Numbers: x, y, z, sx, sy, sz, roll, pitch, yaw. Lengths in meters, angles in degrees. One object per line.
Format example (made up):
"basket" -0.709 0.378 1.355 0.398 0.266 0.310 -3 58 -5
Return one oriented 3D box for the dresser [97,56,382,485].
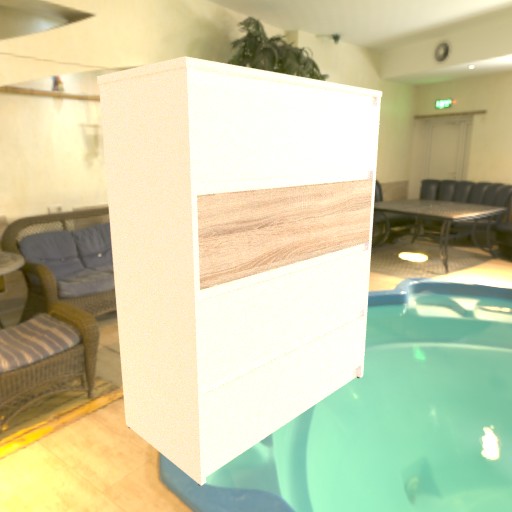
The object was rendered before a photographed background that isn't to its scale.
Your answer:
"dresser" 0.000 0.000 1.430 0.380 1.040 0.800 13 19 43
